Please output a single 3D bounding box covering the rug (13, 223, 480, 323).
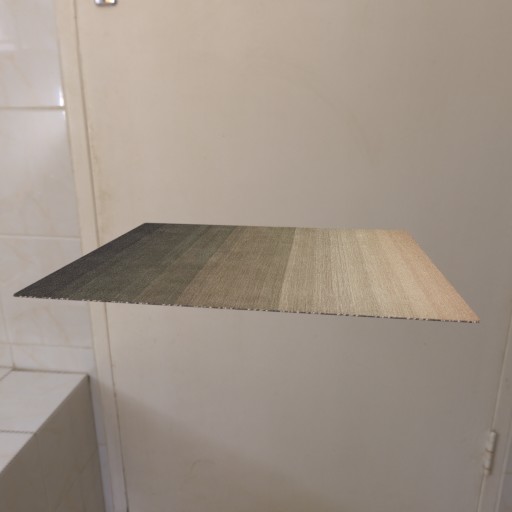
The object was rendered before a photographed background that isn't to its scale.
[{"bbox_3d":[0.000,0.000,3.785,2.902,0.017,2.305,2,16,8],"label":"rug"}]
